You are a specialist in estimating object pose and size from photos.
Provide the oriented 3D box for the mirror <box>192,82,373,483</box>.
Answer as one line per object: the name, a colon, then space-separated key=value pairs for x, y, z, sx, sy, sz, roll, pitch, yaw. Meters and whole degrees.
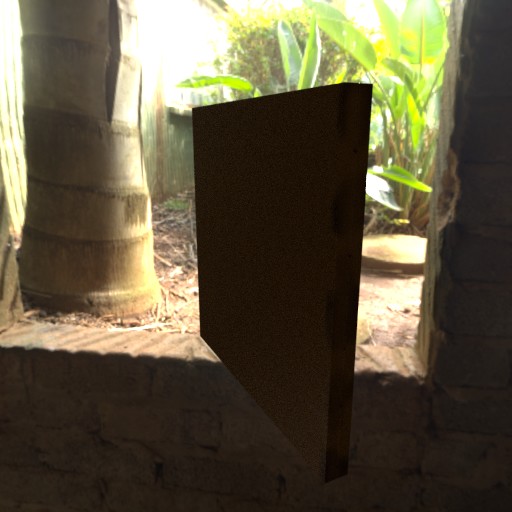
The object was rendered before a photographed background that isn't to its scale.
mirror: x=0.000 y=0.000 z=0.760 sx=0.042 sy=0.507 sz=0.509 roll=-7 pitch=17 yaw=-25
